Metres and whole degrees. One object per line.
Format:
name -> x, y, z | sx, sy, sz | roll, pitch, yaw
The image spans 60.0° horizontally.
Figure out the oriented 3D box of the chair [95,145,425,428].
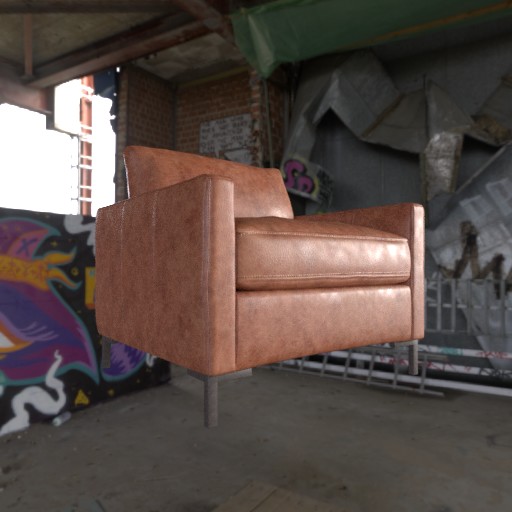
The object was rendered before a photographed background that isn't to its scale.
chair -> 0.000, 0.000, 1.675 | 0.967, 0.869, 0.862 | 1, -1, -37
